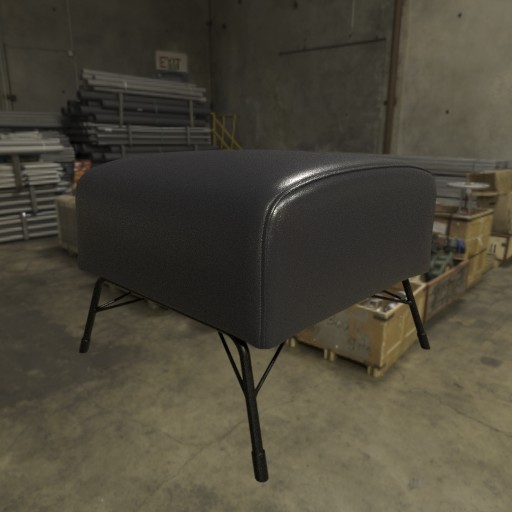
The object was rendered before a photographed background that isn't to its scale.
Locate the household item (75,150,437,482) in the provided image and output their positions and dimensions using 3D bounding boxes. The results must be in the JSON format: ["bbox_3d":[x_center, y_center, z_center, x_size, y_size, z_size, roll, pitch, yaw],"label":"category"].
[{"bbox_3d":[0.000,0.000,0.882,0.530,0.410,0.530,14,21,42],"label":"household item"}]
